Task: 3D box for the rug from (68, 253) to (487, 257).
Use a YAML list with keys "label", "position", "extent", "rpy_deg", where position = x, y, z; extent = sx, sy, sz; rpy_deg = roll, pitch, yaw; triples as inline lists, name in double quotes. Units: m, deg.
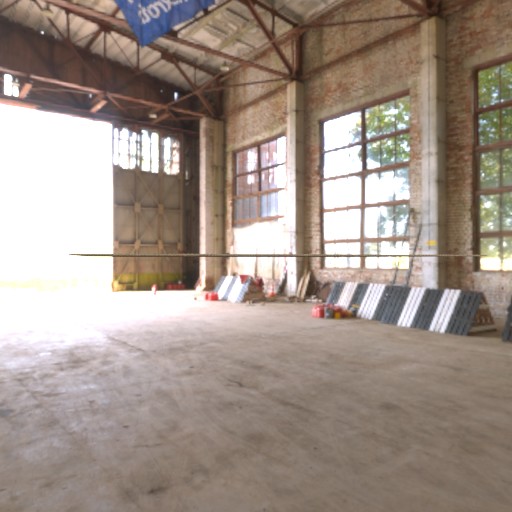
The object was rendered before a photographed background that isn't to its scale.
- label: "rug"
  position: [0.000, 0.000, 4.072]
  extent: [2.980, 0.012, 2.363]
  rpy_deg: [0, 0, -18]
